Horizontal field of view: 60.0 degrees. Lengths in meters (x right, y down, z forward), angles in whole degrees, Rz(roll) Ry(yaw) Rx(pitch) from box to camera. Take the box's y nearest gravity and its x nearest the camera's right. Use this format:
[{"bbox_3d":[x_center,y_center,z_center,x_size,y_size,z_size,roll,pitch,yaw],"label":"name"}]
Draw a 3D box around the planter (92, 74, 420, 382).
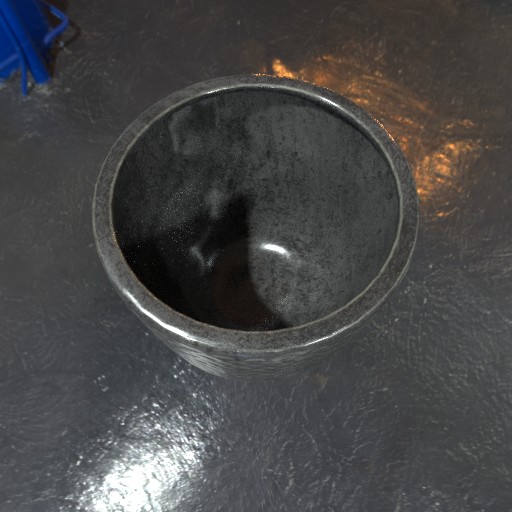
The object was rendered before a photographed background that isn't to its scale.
[{"bbox_3d":[0.000,0.000,0.245,0.140,0.129,0.140,0,65,0],"label":"planter"}]
